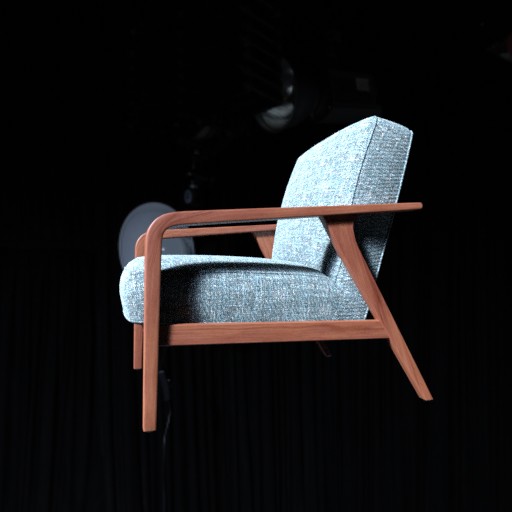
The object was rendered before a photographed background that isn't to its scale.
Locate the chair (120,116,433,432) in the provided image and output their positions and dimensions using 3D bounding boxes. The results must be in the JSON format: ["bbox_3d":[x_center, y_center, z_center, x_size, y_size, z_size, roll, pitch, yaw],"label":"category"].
[{"bbox_3d":[0.000,0.000,1.513,0.889,0.864,0.719,0,-1,-17],"label":"chair"}]
